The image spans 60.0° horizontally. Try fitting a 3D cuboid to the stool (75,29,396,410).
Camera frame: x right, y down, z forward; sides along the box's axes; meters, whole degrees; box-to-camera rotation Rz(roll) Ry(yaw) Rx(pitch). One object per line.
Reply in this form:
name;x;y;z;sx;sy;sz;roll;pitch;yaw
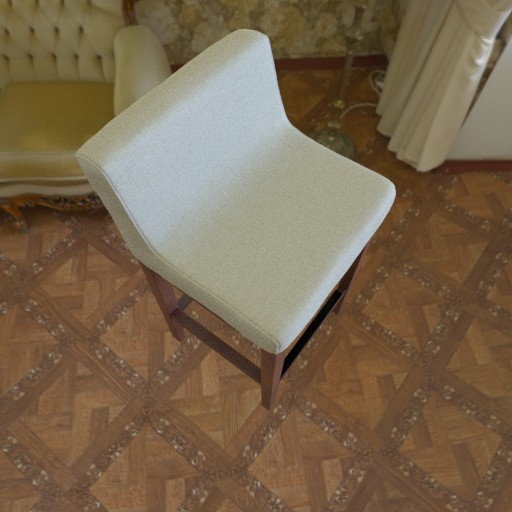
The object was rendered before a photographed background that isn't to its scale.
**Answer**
stool;0.000;0.000;1.226;0.500;0.937;0.511;33;64;18
